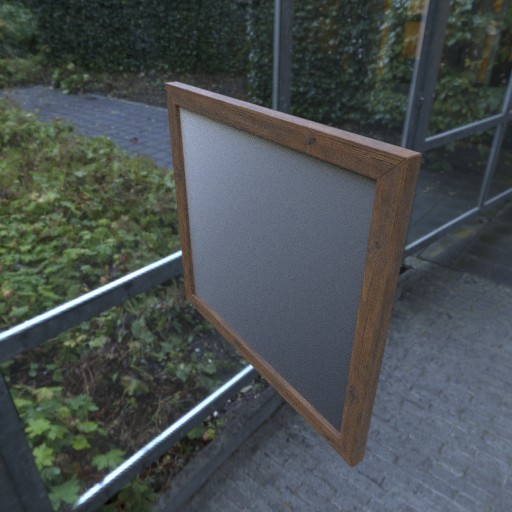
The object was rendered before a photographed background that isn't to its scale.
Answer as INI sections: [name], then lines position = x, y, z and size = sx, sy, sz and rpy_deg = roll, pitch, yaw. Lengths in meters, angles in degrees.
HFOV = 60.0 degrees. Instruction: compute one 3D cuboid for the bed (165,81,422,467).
[bed]
position = 0.000, 0.000, 1.453
size = 0.046, 0.942, 1.046
rpy_deg = -20, 36, -30
